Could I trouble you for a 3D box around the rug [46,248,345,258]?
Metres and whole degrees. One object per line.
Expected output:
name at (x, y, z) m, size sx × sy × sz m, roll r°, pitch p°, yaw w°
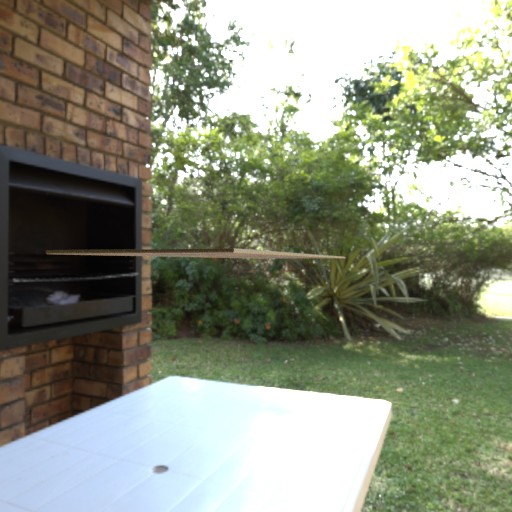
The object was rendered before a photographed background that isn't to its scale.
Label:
rug at (0.000, 0.000, 2.419) m, size 0.661 × 0.013 × 2.297 m, roll 0°, pitch -1°, yaw 19°
